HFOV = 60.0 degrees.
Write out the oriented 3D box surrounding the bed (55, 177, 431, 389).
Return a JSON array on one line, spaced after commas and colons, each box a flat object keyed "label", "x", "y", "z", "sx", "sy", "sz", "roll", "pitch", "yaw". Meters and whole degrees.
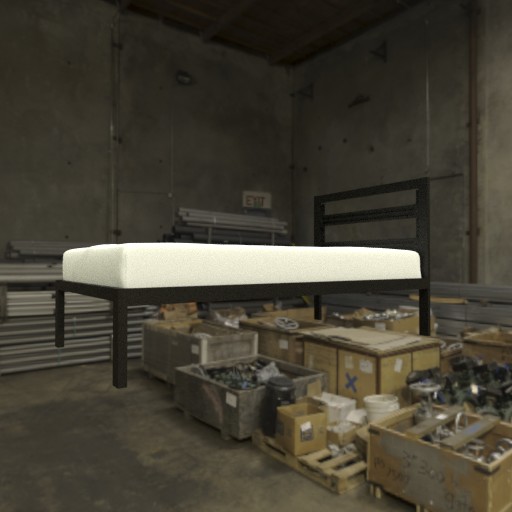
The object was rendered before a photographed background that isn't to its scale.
[{"label": "bed", "x": 0.000, "y": 0.000, "z": 2.540, "sx": 1.930, "sy": 0.967, "sz": 0.991, "roll": 1, "pitch": -1, "yaw": -36}]
